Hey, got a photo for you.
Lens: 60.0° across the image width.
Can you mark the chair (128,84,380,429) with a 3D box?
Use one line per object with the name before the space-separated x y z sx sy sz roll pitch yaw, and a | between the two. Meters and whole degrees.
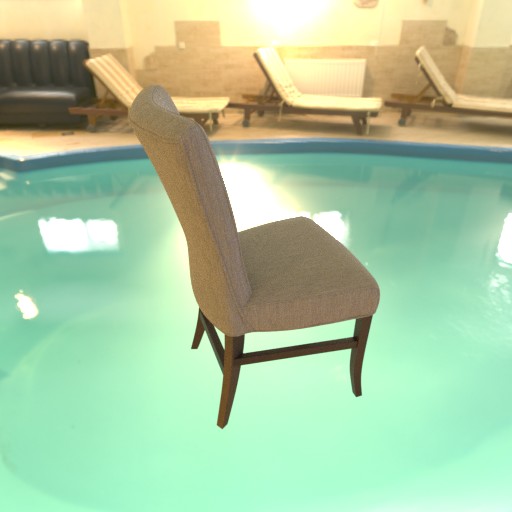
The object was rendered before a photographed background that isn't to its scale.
chair | 0.000 0.000 1.412 0.660 0.991 0.520 -10 32 -17
